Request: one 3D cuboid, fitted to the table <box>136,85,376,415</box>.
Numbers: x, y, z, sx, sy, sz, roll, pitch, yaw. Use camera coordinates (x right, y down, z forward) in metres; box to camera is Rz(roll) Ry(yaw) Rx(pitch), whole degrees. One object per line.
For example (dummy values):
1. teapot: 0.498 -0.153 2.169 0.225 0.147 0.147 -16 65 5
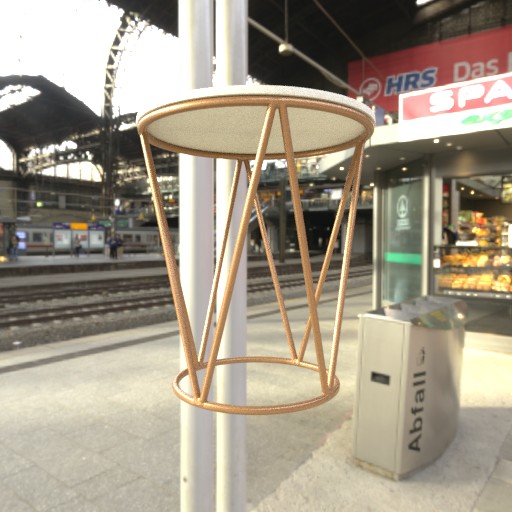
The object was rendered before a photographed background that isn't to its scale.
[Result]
1. table: 0.000 0.000 0.968 0.500 0.564 0.500 0 2 0
